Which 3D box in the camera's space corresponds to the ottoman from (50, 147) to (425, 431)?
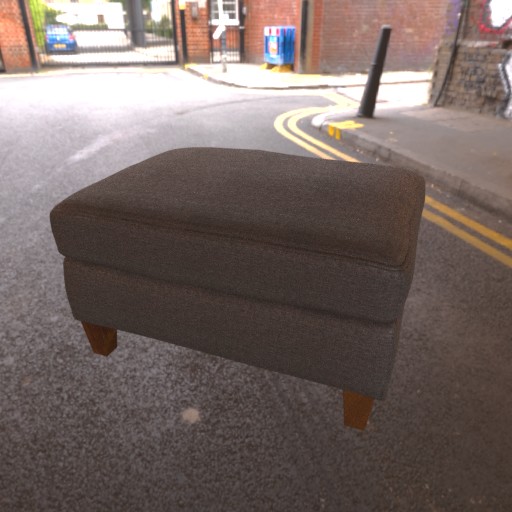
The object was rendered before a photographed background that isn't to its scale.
[{"bbox_3d":[0.000,0.000,1.233,0.826,0.496,0.639,10,29,19],"label":"ottoman"}]
